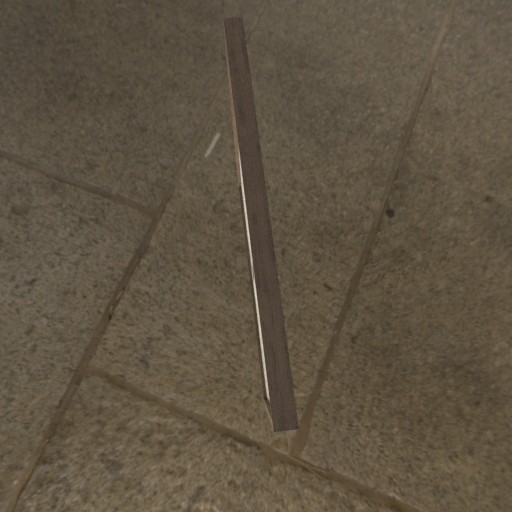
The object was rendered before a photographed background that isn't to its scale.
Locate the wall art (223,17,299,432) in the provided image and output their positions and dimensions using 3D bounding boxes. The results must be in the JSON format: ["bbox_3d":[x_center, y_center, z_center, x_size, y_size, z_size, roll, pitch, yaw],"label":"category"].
[{"bbox_3d":[0.000,0.000,1.133,0.038,0.762,0.762,-7,75,-2],"label":"wall art"}]
